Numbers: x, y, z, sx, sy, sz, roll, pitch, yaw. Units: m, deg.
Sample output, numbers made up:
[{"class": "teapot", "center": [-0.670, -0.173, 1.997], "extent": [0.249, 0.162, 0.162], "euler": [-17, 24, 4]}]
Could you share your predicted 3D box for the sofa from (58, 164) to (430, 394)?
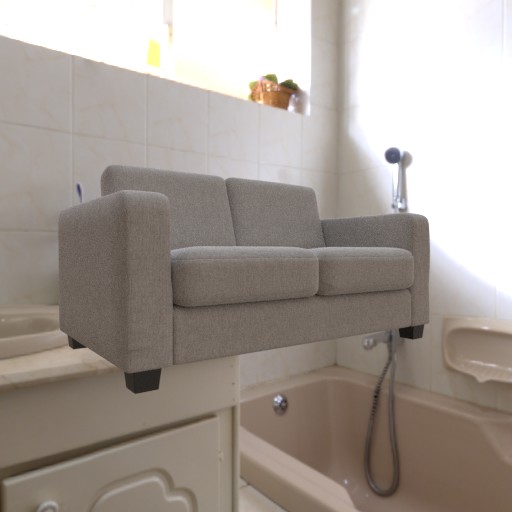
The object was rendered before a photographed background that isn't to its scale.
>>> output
[{"class": "sofa", "center": [0.000, 0.000, 2.043], "extent": [1.540, 0.800, 0.900], "euler": [-1, 1, -36]}]
